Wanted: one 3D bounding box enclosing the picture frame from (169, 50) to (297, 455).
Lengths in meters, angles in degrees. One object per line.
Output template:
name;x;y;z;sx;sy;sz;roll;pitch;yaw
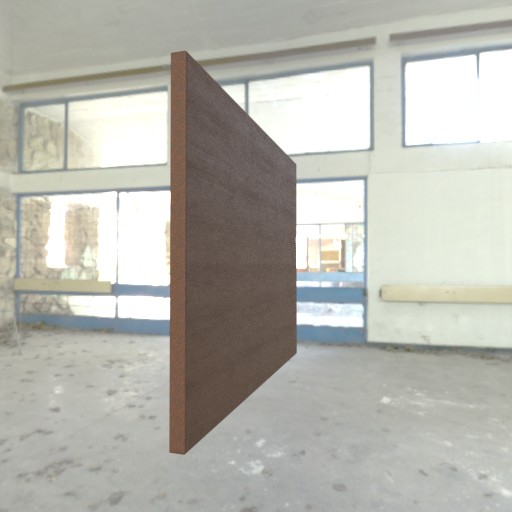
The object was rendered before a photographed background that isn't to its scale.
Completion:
picture frame;0.000;0.000;1.754;0.045;1.018;1.329;0;-1;17
